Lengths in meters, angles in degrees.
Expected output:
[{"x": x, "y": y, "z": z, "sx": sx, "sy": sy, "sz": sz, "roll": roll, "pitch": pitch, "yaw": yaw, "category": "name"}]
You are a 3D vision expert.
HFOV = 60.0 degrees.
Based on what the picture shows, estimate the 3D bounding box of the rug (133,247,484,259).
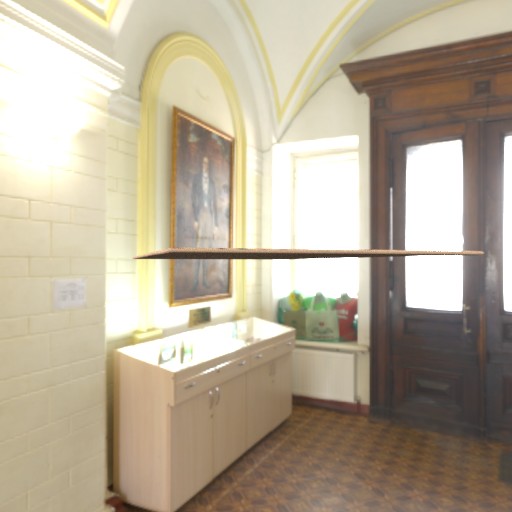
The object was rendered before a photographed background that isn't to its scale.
[{"x": 0.000, "y": 0.000, "z": 3.069, "sx": 1.521, "sy": 0.023, "sz": 2.464, "roll": 0, "pitch": -1, "yaw": -19, "category": "rug"}]
